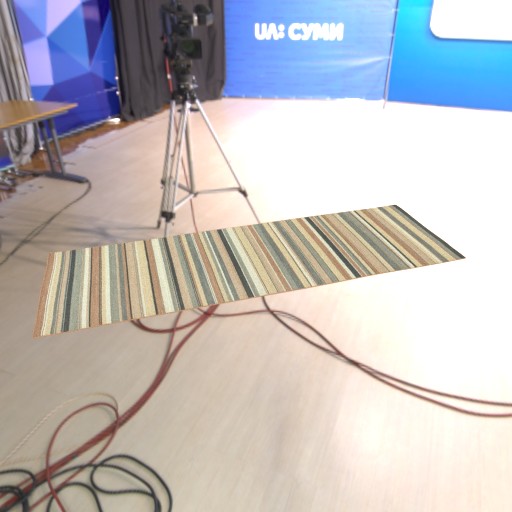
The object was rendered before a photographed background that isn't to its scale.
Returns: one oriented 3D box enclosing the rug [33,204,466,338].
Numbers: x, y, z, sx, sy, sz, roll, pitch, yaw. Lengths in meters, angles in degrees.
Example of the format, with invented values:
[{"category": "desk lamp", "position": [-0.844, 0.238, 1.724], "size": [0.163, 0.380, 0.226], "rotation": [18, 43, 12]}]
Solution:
[{"category": "rug", "position": [0.000, 0.000, 2.711], "size": [2.444, 0.010, 0.799], "rotation": [-9, 33, -14]}]
